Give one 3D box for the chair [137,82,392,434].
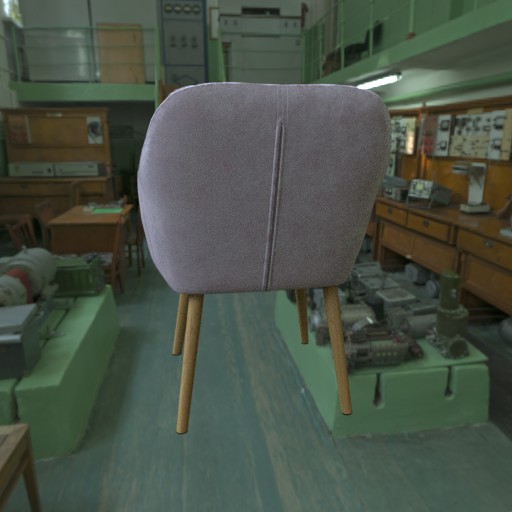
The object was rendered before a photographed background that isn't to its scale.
[{"bbox_3d":[0.000,0.000,1.218,0.610,0.832,0.570,-3,15,-10],"label":"chair"}]
